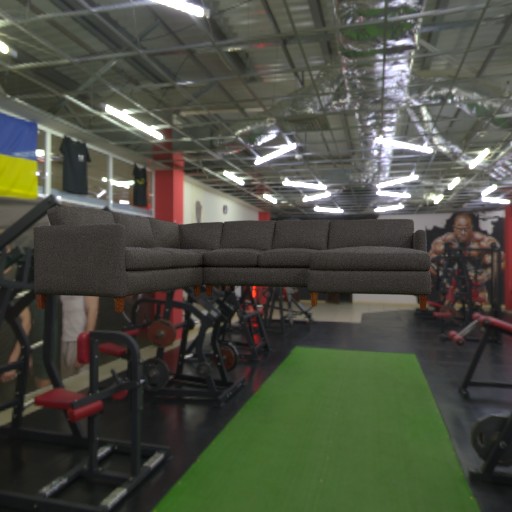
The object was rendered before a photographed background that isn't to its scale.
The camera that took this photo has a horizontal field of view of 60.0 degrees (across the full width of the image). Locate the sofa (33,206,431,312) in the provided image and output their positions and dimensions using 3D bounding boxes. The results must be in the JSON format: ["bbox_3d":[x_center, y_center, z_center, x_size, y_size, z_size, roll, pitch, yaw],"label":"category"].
[{"bbox_3d":[0.000,0.000,4.694,3.460,0.961,2.594,0,0,17],"label":"sofa"}]
